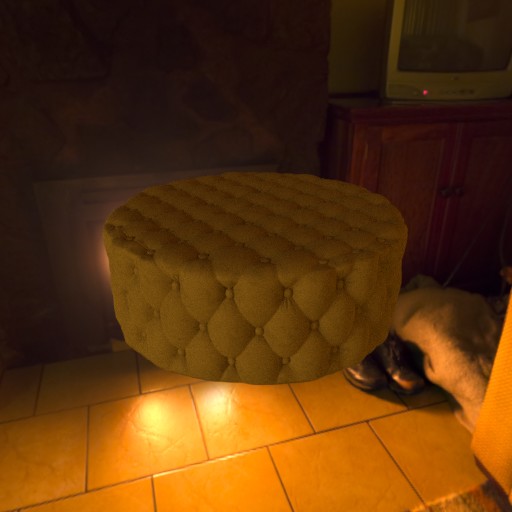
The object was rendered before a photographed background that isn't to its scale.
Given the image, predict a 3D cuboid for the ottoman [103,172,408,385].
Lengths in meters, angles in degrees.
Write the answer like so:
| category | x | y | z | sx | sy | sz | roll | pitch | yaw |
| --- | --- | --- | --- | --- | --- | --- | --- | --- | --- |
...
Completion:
| category | x | y | z | sx | sy | sz | roll | pitch | yaw |
| --- | --- | --- | --- | --- | --- | --- | --- | --- | --- |
| ottoman | 0.000 | 0.000 | 1.563 | 0.998 | 0.399 | 0.998 | 0 | 25 | 0 |
